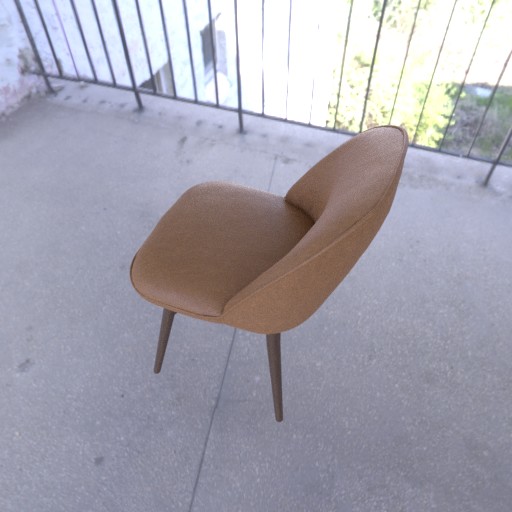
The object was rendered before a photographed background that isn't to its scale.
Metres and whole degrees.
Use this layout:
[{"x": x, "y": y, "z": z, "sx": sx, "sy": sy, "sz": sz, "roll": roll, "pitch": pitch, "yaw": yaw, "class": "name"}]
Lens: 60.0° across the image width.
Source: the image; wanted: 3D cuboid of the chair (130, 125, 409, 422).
[{"x": 0.000, "y": 0.000, "z": 1.250, "sx": 0.631, "sy": 0.831, "sz": 0.521, "roll": 17, "pitch": 50, "yaw": 14, "class": "chair"}]
